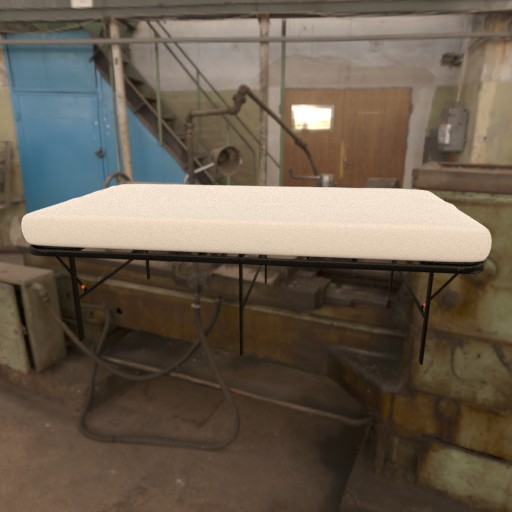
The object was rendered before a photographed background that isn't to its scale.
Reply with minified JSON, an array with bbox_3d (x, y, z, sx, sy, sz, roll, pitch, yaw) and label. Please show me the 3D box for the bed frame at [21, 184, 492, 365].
[{"bbox_3d":[0.000,0.000,2.269,1.903,0.619,0.989,2,17,8],"label":"bed frame"}]
